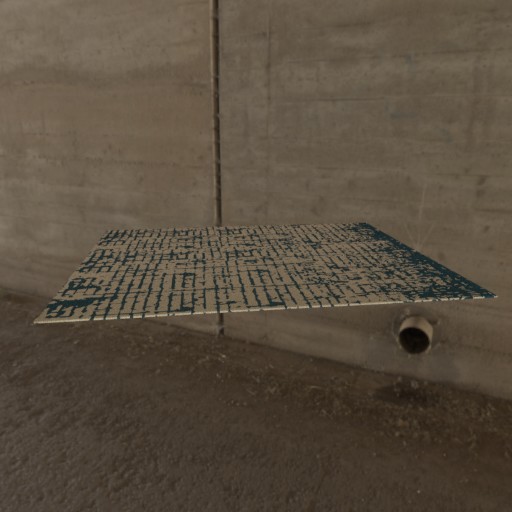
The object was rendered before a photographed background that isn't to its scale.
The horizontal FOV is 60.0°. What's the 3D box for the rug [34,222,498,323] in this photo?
[{"bbox_3d":[0.000,0.000,3.984,3.017,0.014,2.416,-2,17,-8],"label":"rug"}]
